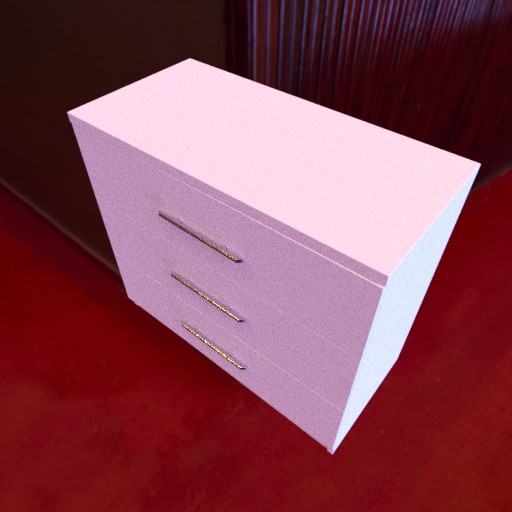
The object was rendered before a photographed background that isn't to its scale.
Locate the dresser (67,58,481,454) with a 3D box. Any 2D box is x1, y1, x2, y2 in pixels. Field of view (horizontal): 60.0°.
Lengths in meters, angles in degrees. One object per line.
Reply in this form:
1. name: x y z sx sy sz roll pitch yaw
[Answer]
1. dresser: 0.000 0.000 1.229 0.830 0.740 0.420 30 53 26
